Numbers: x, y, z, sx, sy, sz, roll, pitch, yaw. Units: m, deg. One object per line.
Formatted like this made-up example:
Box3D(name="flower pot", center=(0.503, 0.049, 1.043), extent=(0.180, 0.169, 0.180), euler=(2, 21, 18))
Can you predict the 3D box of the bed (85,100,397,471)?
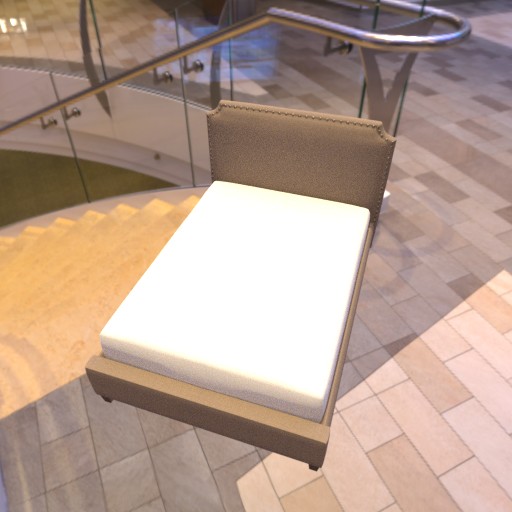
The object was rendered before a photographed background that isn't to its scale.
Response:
Box3D(name="bed", center=(0.000, 0.000, 3.478), extent=(1.713, 1.443, 2.372), euler=(13, 43, 14))
